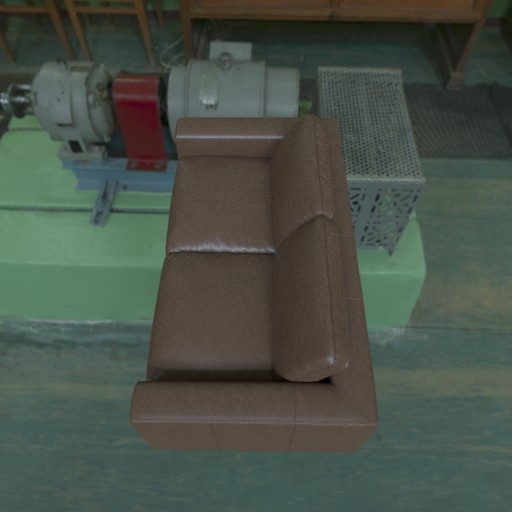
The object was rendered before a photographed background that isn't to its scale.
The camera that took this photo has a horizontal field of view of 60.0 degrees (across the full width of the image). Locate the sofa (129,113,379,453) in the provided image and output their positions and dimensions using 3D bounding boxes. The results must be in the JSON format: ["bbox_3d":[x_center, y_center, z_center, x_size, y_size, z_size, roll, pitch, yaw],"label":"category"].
[{"bbox_3d":[0.000,0.000,2.481,1.070,0.800,1.920,0,57,0],"label":"sofa"}]
